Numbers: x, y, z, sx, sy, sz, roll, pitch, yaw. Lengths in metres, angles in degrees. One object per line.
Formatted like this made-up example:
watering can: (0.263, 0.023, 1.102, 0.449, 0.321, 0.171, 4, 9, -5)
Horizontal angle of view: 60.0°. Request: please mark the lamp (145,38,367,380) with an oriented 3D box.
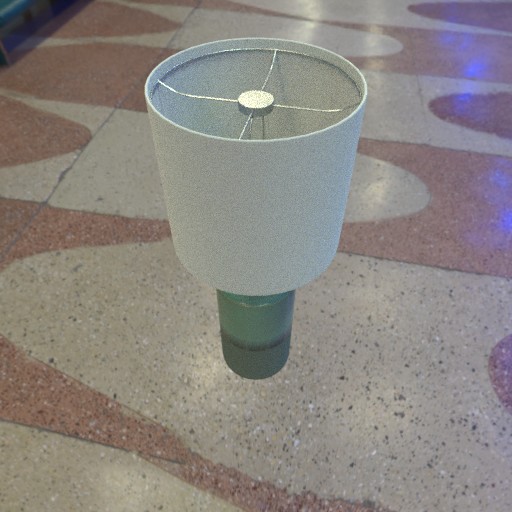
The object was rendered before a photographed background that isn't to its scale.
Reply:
lamp: (0.000, 0.000, 0.606, 0.212, 0.493, 0.212, 9, 48, 9)
